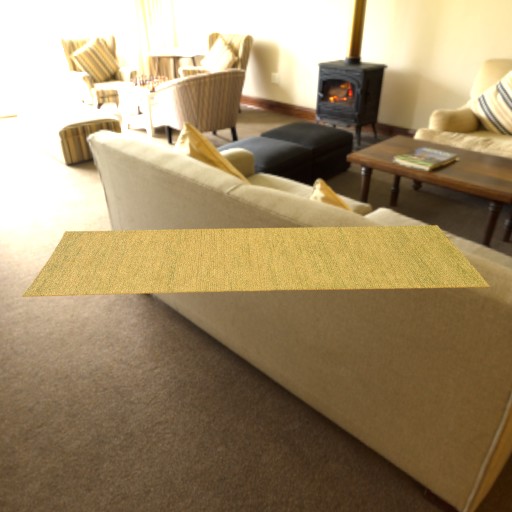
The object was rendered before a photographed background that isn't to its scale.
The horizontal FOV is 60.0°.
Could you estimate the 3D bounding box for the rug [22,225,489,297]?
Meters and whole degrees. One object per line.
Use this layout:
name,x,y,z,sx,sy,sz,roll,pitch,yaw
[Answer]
rug,0.000,0.000,2.485,2.340,0.013,0.686,-1,31,-2
